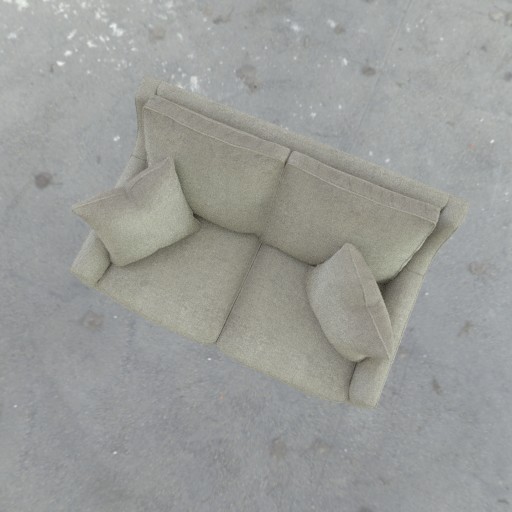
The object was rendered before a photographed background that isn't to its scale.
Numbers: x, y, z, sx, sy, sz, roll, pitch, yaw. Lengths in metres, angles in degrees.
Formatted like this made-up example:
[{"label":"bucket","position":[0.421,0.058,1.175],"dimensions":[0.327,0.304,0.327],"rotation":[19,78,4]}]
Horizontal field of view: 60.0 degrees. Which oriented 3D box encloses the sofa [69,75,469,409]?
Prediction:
[{"label":"sofa","position":[0.000,0.000,1.997],"dimensions":[1.422,0.863,0.915],"rotation":[23,77,6]}]
